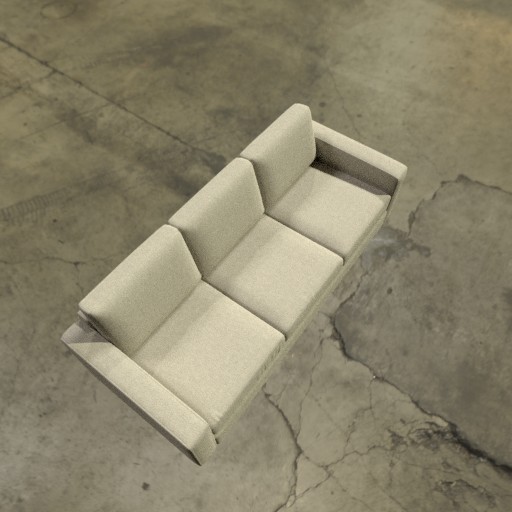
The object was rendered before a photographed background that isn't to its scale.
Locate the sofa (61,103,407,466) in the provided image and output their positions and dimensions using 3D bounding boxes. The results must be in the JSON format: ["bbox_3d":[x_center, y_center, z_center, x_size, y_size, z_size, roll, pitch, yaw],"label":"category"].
[{"bbox_3d":[0.000,0.000,2.688,0.900,0.800,2.160,32,63,19],"label":"sofa"}]
